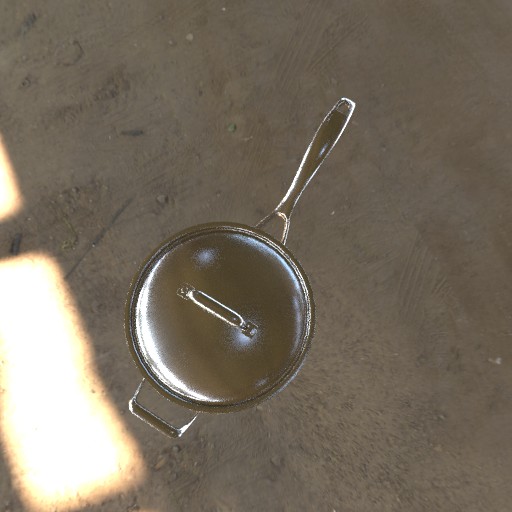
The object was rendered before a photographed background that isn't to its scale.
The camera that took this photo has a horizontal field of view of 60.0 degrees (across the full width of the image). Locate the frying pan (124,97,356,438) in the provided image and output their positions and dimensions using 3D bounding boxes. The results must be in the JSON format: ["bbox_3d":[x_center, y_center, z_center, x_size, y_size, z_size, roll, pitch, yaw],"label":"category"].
[{"bbox_3d":[0.000,0.000,0.674,0.280,0.114,0.561,30,78,7],"label":"frying pan"}]
